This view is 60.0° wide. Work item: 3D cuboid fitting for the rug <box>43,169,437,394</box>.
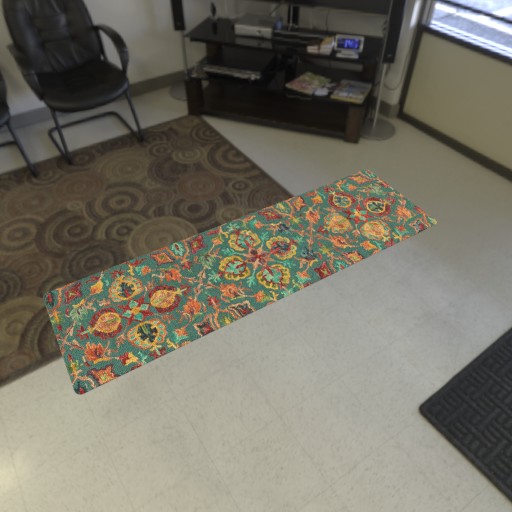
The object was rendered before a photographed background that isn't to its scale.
[{"bbox_3d":[0.000,0.000,2.600,2.286,0.013,0.686,-23,50,-21],"label":"rug"}]
